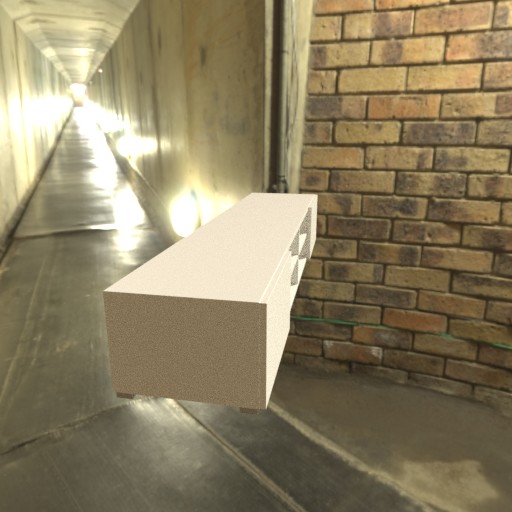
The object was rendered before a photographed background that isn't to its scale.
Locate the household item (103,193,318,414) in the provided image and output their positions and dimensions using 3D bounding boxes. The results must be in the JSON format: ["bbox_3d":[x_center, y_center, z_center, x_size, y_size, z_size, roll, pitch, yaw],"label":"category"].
[{"bbox_3d":[0.000,0.000,1.994,0.420,0.310,1.850,3,16,11],"label":"household item"}]
